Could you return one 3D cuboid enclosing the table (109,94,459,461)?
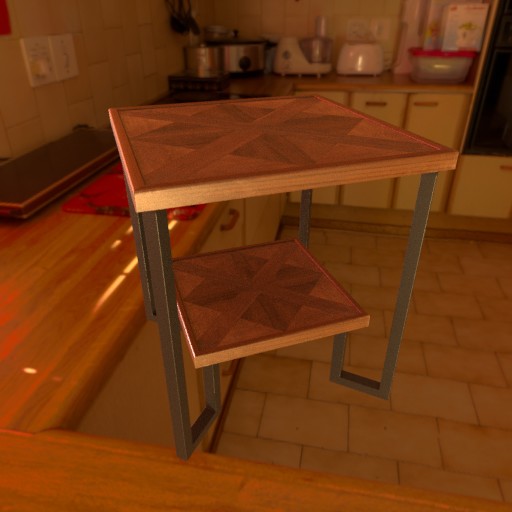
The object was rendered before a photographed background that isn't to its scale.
[{"bbox_3d":[0.000,0.000,0.972,0.503,0.563,0.503,-10,32,-17],"label":"table"}]
